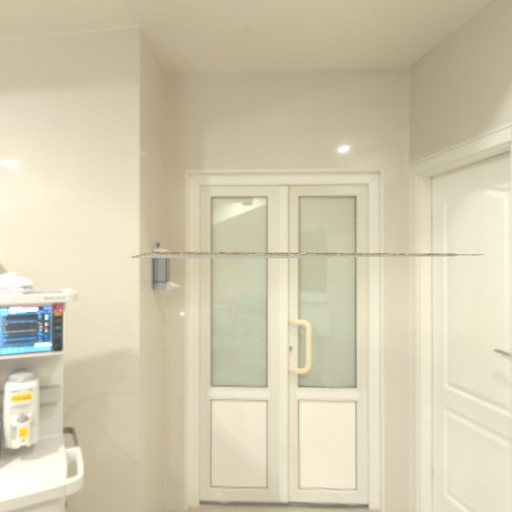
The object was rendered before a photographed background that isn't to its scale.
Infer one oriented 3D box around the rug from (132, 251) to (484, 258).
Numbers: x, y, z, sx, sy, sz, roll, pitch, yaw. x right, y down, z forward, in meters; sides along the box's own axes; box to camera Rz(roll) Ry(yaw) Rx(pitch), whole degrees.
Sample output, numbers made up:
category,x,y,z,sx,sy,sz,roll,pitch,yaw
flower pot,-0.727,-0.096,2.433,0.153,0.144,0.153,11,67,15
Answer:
category,x,y,z,sx,sy,sz,roll,pitch,yaw
rug,0.000,0.000,3.122,1.619,0.023,2.465,0,-1,-18
